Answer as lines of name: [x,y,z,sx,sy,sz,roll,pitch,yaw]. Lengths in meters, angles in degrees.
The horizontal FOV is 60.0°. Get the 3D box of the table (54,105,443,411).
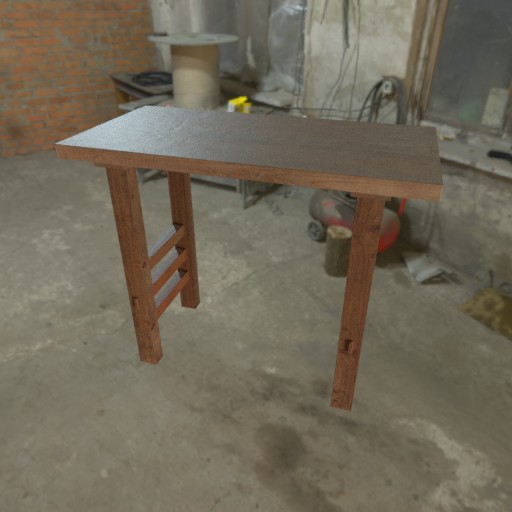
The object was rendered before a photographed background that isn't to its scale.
table: [0.000,0.000,1.671,1.119,0.914,0.556,9,32,15]
